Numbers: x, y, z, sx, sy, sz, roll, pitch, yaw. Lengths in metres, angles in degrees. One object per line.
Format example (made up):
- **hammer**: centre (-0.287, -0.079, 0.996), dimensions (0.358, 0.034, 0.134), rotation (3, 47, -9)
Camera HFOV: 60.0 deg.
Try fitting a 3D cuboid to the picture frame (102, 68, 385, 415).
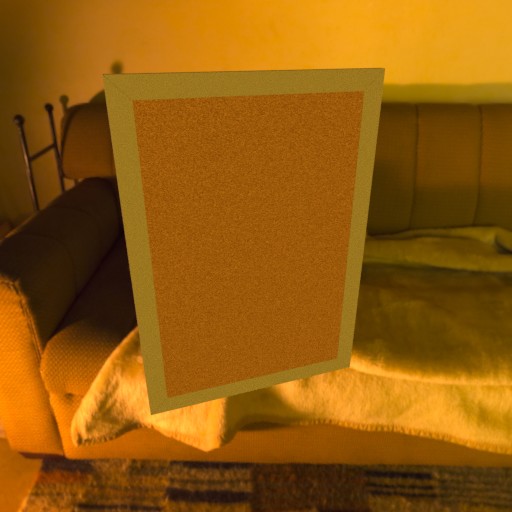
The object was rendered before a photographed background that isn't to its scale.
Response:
- **picture frame**: centre (0.000, 0.000, 0.594), dimensions (0.326, 0.459, 0.011), rotation (-9, 27, -17)
